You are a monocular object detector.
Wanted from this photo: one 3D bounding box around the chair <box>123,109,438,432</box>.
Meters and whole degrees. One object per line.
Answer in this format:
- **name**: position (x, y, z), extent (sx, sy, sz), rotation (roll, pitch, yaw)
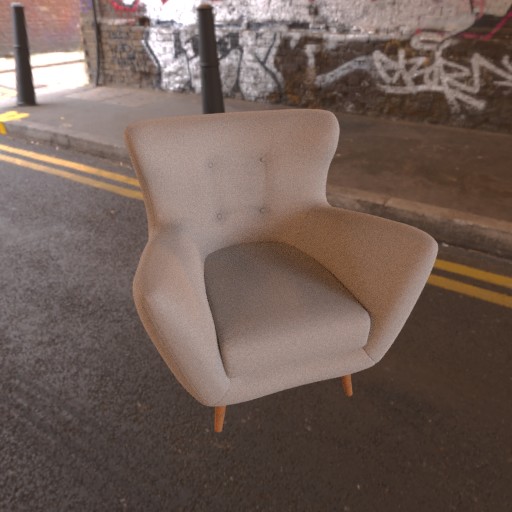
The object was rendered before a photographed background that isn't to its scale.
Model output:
- **chair**: position (0.000, 0.000, 1.607), extent (0.890, 0.889, 0.889), rotation (-9, 31, -16)
